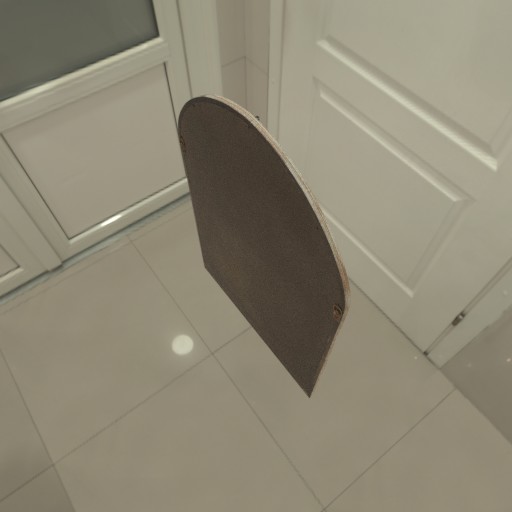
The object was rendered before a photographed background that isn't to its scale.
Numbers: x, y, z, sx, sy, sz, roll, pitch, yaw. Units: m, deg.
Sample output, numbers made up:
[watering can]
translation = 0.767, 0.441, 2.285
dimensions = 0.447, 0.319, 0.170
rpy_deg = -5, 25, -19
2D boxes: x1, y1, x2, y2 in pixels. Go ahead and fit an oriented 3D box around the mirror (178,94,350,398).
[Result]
[mirror]
translation = 0.000, 0.000, 1.163
dimensions = 0.032, 0.915, 0.609
rpy_deg = -33, 64, -18
